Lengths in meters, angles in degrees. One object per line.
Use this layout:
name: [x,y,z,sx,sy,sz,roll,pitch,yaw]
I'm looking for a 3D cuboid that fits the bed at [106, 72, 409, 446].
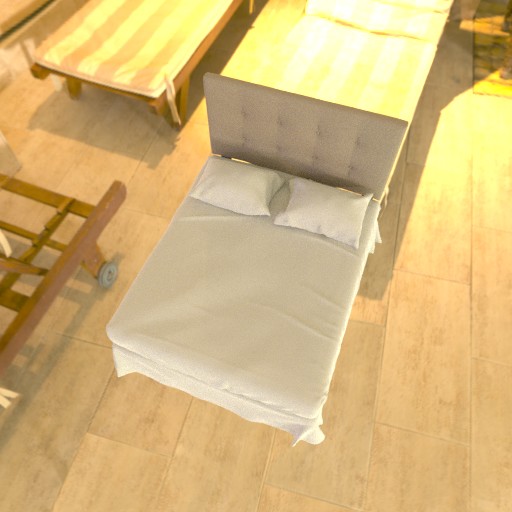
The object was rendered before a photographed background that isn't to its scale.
bed: [0.000,0.000,3.531,1.936,1.577,2.222,18,60,11]
